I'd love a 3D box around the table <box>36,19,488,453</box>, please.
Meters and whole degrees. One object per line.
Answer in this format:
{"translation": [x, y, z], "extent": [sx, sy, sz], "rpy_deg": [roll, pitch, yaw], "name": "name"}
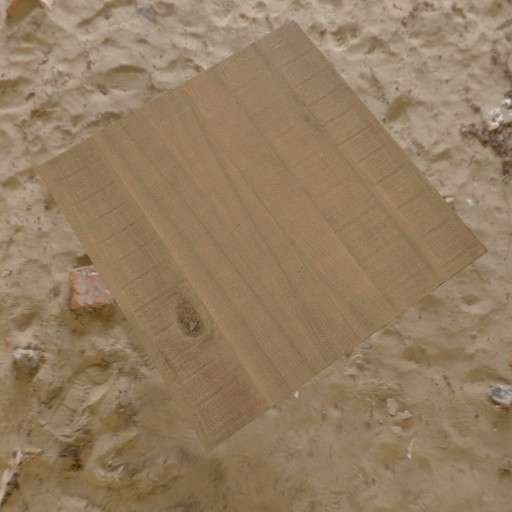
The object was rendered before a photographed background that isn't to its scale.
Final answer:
{"translation": [0.000, 0.000, 0.971], "extent": [0.503, 0.589, 0.507], "rpy_deg": [-33, 78, -8], "name": "table"}
